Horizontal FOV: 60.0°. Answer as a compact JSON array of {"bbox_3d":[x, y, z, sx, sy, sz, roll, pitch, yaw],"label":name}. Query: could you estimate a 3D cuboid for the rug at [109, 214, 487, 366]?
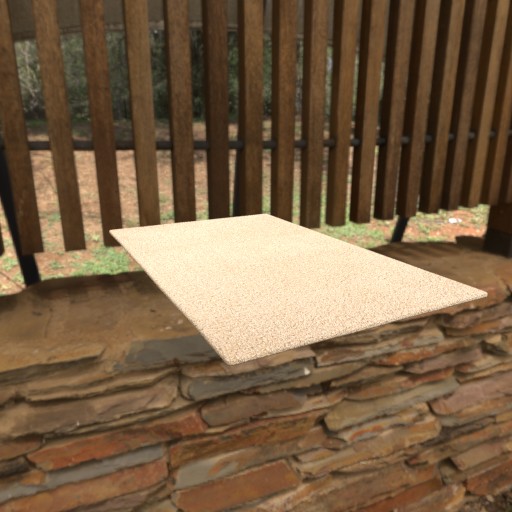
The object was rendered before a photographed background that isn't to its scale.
[{"bbox_3d":[0.000,0.000,3.053,1.524,0.030,2.438,-9,19,-27],"label":"rug"}]
